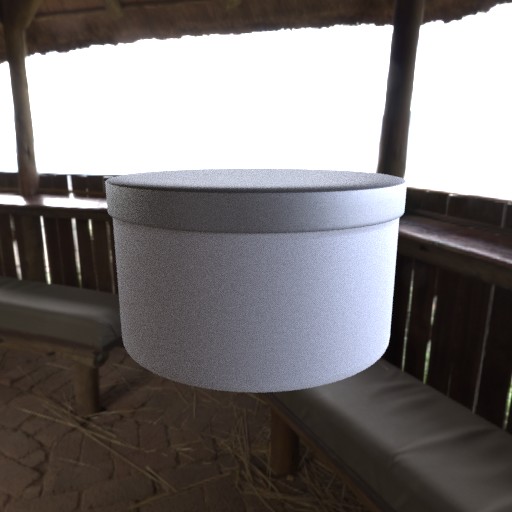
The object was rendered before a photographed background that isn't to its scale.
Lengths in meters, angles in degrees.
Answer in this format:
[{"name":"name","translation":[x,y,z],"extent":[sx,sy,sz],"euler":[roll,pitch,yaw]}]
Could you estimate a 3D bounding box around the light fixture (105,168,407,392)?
[{"name":"light fixture","translation":[0.000,0.000,0.636],"extent":[0.393,0.229,0.393],"euler":[0,14,0]}]
